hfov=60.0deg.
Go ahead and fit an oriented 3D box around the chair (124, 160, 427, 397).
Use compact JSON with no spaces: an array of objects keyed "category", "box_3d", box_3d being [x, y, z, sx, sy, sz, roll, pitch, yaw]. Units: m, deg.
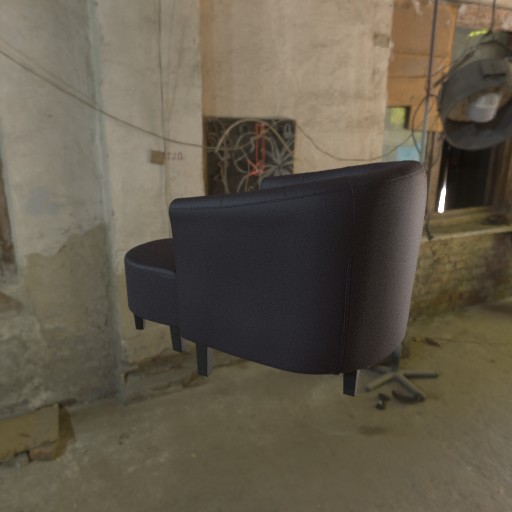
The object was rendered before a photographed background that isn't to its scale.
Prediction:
[{"category":"chair","box_3d":[0.000,0.000,1.723,1.191,0.760,0.763,8,19,26]}]
